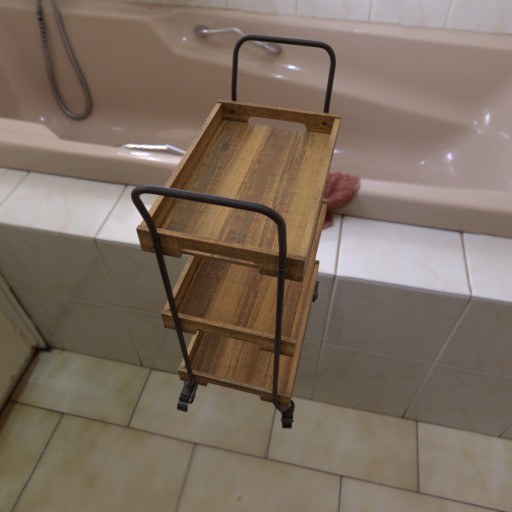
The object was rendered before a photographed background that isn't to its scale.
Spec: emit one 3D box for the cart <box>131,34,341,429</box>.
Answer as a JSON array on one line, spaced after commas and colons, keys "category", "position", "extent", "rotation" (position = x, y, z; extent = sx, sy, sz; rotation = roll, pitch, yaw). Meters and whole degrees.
[{"category": "cart", "position": [0.000, 0.000, 1.133], "extent": [0.339, 0.857, 0.583], "rotation": [11, 48, 10]}]
